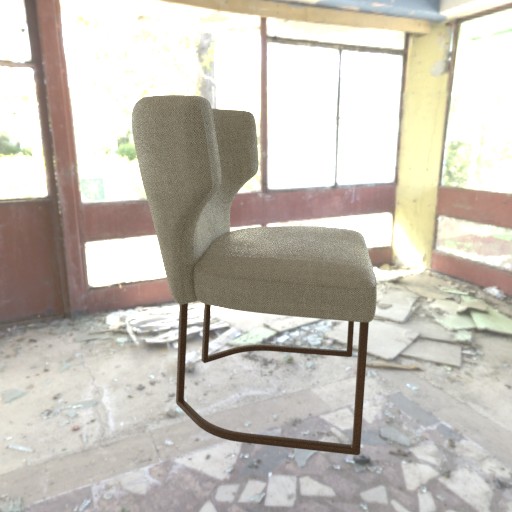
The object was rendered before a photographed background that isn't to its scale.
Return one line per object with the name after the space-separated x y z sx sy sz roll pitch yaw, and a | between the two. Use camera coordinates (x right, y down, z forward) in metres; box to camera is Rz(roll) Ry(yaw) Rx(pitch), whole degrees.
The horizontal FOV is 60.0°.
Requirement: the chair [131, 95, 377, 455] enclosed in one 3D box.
0.000 0.000 1.242 0.617 0.824 0.611 2 15 9 | chair
